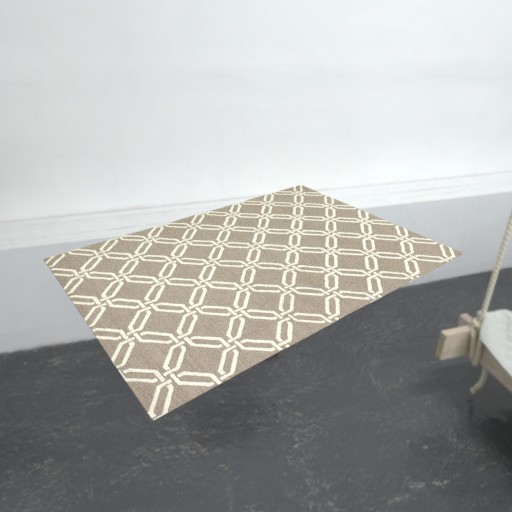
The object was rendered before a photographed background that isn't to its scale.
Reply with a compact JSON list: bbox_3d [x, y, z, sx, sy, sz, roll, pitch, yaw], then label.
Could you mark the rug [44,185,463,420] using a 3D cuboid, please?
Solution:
[{"bbox_3d":[0.000,0.000,4.417,3.419,0.020,2.441,-21,36,-32],"label":"rug"}]
